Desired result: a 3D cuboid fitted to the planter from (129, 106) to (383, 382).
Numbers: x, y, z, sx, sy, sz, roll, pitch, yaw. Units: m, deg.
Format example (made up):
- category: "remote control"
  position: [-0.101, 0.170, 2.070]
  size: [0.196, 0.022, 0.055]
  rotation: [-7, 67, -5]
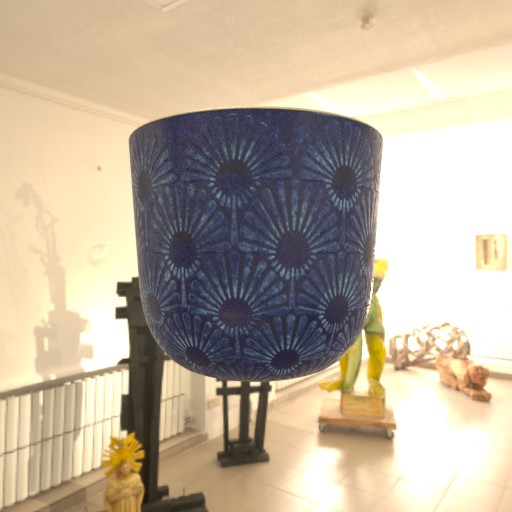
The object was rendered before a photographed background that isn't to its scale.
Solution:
- category: "planter"
  position: [0.000, 0.000, 0.307]
  size: [0.170, 0.153, 0.170]
  rotation: [0, 0, 0]
